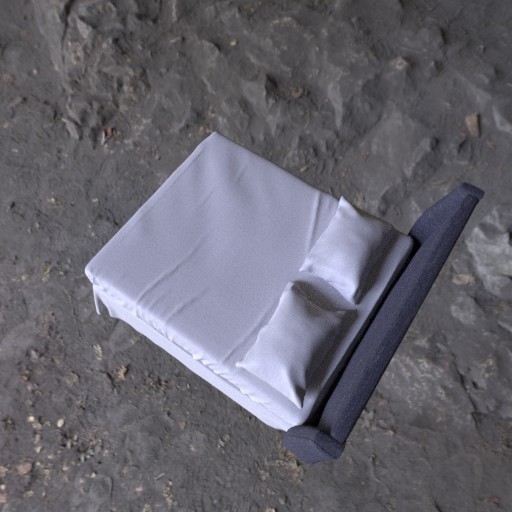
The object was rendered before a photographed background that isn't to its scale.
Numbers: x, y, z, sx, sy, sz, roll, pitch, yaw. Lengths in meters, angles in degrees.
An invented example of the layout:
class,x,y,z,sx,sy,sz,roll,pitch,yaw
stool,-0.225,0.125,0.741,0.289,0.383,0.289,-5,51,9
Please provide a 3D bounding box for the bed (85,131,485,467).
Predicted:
class,x,y,z,sx,sy,sz,roll,pitch,yaw
bed,0.000,0.000,3.332,2.276,1.332,1.925,32,68,15
